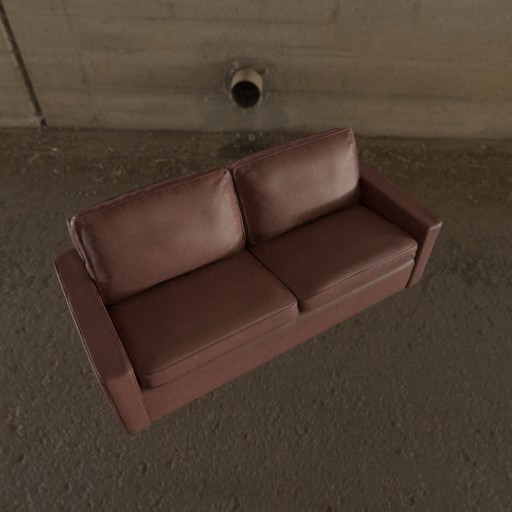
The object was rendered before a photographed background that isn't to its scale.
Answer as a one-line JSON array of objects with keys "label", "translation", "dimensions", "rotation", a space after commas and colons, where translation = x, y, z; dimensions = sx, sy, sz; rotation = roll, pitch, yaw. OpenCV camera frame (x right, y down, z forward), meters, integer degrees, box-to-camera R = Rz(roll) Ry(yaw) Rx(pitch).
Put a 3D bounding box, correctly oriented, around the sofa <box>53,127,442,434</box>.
[{"label": "sofa", "translation": [0.000, 0.000, 2.599], "dimensions": [2.080, 0.919, 0.940], "rotation": [-23, 50, -21]}]
